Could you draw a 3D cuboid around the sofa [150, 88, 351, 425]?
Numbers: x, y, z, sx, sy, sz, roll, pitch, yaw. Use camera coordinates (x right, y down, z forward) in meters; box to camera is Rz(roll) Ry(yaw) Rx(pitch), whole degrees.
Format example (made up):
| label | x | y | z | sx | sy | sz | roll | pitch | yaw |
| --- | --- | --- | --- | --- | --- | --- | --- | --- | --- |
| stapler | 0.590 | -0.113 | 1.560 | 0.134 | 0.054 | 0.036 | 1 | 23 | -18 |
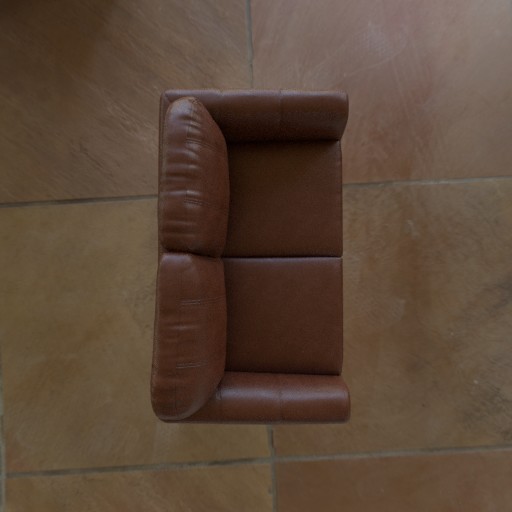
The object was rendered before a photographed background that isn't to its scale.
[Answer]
| label | x | y | z | sx | sy | sz | roll | pitch | yaw |
| --- | --- | --- | --- | --- | --- | --- | --- | --- | --- |
| sofa | 0.000 | 0.000 | 1.975 | 0.805 | 0.906 | 1.406 | 0 | 88 | 0 |
